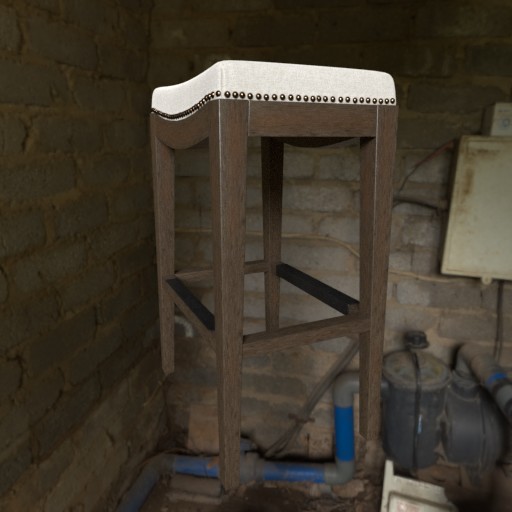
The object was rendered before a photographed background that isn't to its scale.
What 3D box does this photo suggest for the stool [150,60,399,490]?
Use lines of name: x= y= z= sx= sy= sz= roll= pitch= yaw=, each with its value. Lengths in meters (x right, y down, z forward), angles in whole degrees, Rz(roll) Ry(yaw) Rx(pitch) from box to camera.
stool: x=0.000 y=0.000 z=1.021 sx=0.358 sy=0.759 sz=0.498 roll=-7 pitch=17 yaw=-24
